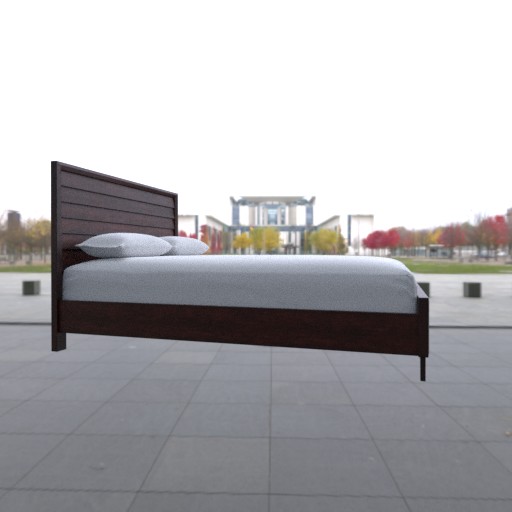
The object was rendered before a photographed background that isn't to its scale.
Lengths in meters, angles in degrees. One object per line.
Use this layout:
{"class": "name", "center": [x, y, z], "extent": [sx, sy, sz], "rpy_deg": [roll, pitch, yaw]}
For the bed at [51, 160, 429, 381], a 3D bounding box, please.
{"class": "bed", "center": [0.000, 0.000, 4.035], "extent": [2.803, 1.492, 2.040], "rpy_deg": [0, 1, 17]}
